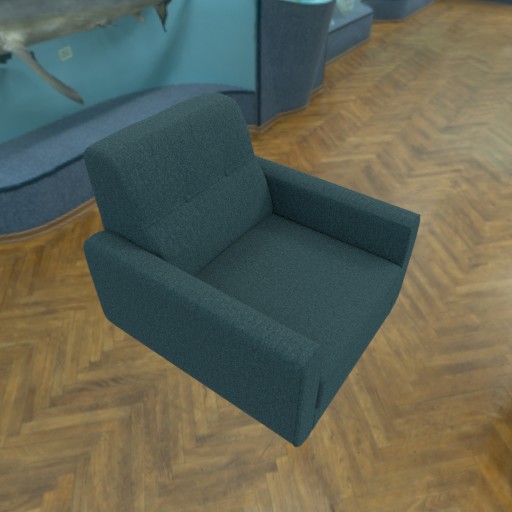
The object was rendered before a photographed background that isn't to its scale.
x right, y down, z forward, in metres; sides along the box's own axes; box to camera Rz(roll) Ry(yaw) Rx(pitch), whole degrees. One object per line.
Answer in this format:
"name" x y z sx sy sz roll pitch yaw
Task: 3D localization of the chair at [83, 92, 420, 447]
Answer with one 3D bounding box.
"chair" 0.000 0.000 1.713 0.964 0.940 0.880 25 47 26
